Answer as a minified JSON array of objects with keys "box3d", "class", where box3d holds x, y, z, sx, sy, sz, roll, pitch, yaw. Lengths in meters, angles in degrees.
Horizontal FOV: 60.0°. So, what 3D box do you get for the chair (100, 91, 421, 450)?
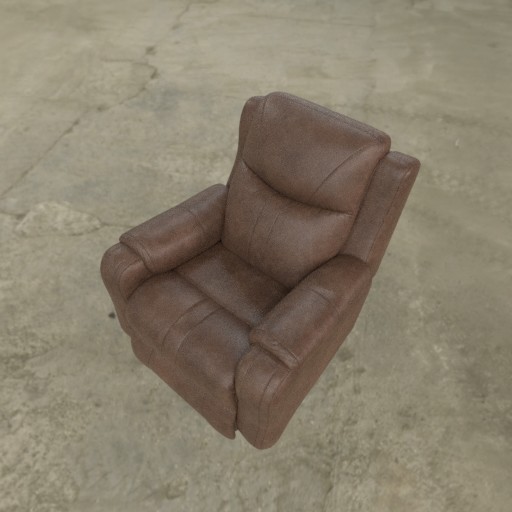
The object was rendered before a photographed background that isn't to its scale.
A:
[{"box3d":[0.000,0.000,1.849,0.940,0.990,1.067,32,55,26],"class":"chair"}]
